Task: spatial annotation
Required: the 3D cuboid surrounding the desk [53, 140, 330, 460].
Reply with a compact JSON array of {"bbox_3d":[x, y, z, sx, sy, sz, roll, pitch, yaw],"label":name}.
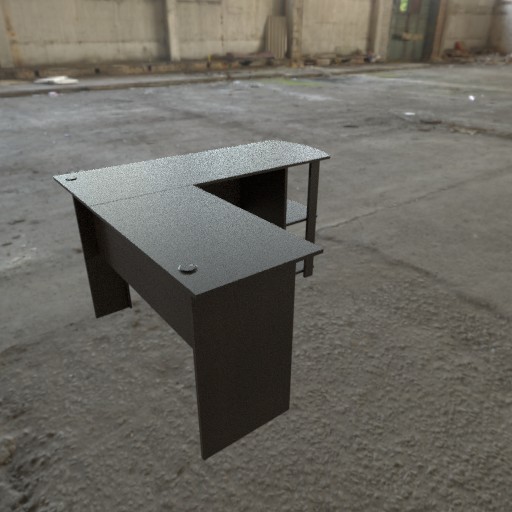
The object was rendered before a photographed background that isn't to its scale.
[{"bbox_3d":[0.000,0.000,2.105,1.361,0.716,1.303,-19,32,-33],"label":"desk"}]
